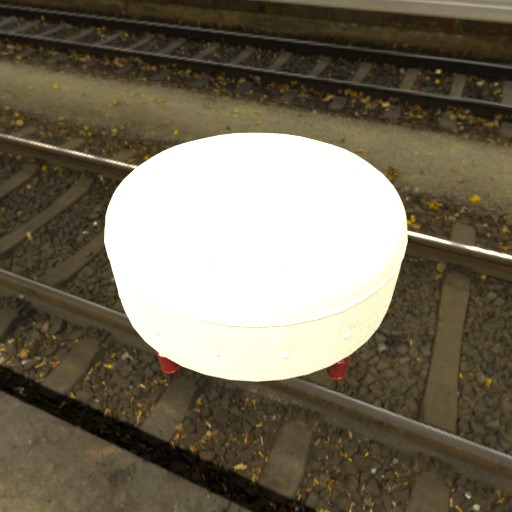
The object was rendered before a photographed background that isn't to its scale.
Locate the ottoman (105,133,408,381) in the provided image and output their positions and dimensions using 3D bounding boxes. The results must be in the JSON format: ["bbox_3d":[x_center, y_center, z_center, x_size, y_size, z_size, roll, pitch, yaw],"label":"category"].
[{"bbox_3d":[0.000,0.000,1.389,0.850,0.483,0.850,0,41,0],"label":"ottoman"}]
